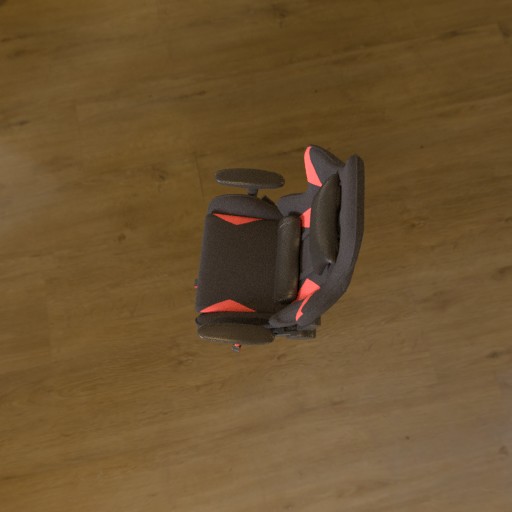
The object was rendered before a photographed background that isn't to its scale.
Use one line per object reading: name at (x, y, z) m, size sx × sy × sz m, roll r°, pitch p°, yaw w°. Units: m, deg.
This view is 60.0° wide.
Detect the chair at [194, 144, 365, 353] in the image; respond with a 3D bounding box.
chair at (0.000, 0.000, 1.743) m, size 0.658 × 1.326 × 0.695 m, roll 4°, pitch 75°, yaw 1°
